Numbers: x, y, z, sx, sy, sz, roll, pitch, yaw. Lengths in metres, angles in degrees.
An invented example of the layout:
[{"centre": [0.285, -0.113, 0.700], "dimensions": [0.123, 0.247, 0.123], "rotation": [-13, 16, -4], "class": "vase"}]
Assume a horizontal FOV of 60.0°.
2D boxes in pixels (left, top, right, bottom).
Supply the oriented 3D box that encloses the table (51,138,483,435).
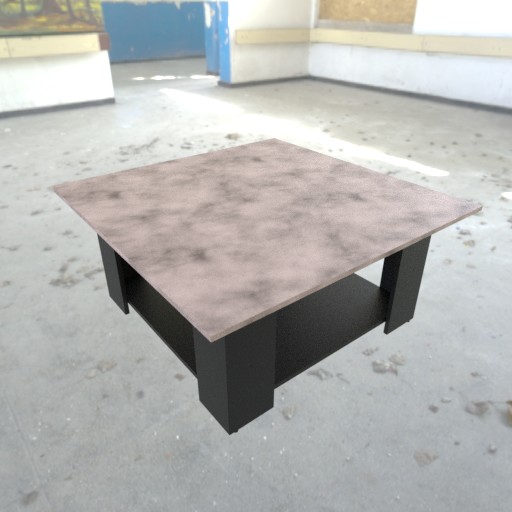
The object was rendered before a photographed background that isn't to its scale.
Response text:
[{"centre": [0.000, 0.000, 1.043], "dimensions": [0.670, 0.305, 0.670], "rotation": [-21, 36, -32], "class": "table"}]
